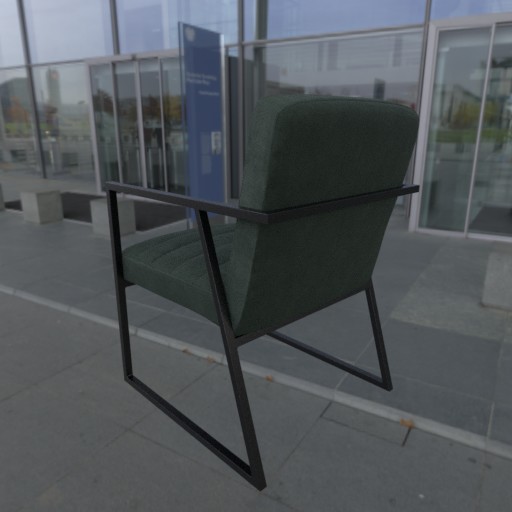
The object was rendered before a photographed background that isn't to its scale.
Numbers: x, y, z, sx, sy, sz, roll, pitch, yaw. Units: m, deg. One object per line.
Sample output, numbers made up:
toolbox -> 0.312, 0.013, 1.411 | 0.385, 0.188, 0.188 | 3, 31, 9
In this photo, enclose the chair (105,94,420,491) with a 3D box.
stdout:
chair -> 0.000, 0.000, 1.259 | 0.571, 0.833, 0.677 | -15, 22, -41
